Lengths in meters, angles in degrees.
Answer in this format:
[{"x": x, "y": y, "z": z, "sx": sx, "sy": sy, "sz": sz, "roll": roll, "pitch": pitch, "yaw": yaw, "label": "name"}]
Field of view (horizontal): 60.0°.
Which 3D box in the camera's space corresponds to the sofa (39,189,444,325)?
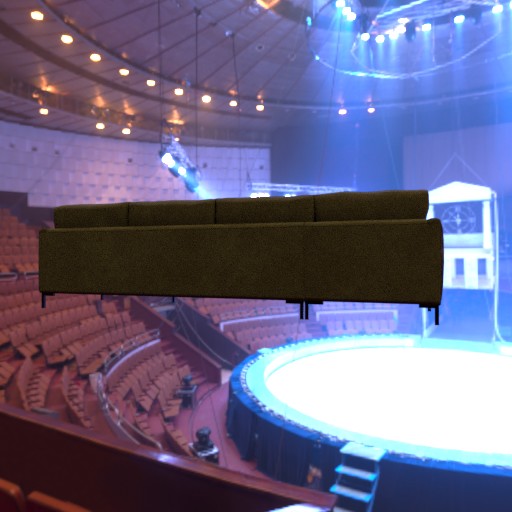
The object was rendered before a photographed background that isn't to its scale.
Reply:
[{"x": 0.000, "y": 0.000, "z": 3.309, "sx": 2.486, "sy": 0.687, "sz": 1.707, "roll": 0, "pitch": 0, "yaw": 18, "label": "sofa"}]
